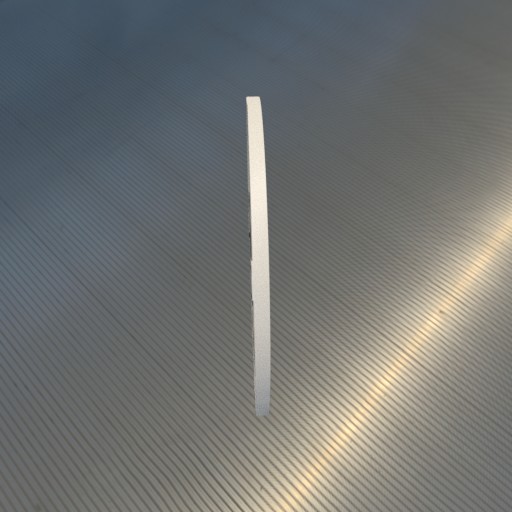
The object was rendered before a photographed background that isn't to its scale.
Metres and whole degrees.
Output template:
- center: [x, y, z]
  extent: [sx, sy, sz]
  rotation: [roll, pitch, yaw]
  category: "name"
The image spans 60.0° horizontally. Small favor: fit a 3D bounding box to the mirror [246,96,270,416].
- center: [0.000, 0.000, 1.350]
  extent: [0.038, 0.914, 0.914]
  rotation: [-2, 58, -1]
  category: "mirror"
